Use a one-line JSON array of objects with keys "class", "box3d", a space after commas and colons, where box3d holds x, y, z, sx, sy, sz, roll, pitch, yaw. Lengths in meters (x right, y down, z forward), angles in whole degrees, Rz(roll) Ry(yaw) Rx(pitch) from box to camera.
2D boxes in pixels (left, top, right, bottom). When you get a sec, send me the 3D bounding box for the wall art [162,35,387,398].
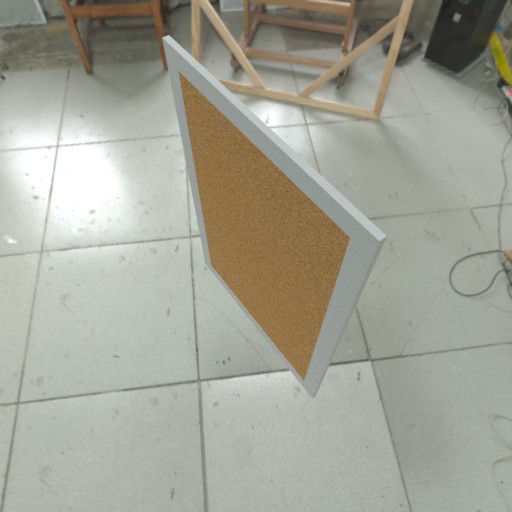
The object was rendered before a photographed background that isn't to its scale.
[{"class": "wall art", "box3d": [0.000, 0.000, 0.846, 0.011, 0.659, 0.454, -32, 64, -18]}]
